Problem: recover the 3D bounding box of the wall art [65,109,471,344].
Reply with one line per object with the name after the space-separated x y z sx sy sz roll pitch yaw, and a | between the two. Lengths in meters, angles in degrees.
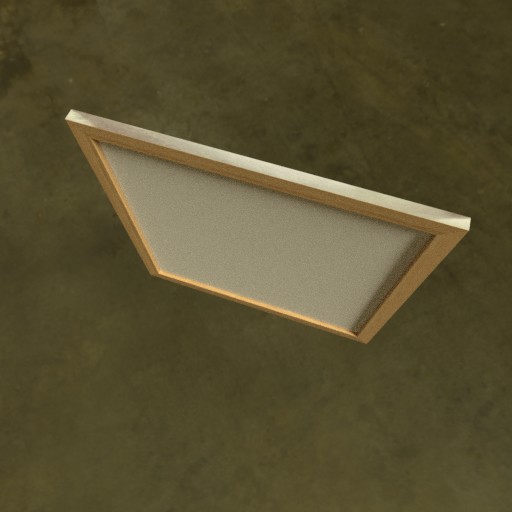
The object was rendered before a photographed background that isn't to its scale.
0.000 0.000 1.144 0.762 0.762 0.027 17 66 8 | wall art
